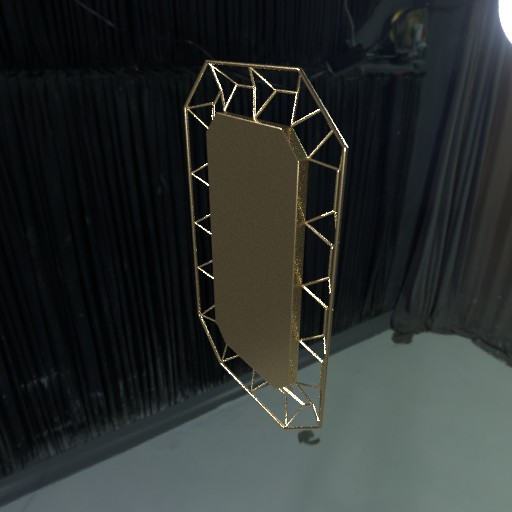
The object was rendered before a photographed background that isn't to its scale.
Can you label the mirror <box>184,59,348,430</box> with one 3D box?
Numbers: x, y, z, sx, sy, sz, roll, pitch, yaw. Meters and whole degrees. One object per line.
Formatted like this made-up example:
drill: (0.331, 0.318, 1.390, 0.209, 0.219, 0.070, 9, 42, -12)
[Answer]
mirror: (0.000, 0.000, 1.086, 0.051, 0.870, 0.572, -18, 32, -31)
